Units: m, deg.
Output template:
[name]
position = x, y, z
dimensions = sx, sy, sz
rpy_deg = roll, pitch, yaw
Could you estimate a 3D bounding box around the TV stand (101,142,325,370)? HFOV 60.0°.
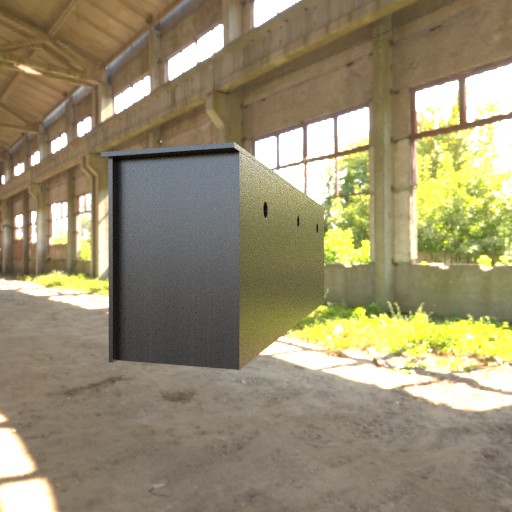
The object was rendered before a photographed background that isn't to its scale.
[TV stand]
position = 0.000, 0.000, 2.074
dimensions = 0.406, 0.610, 1.778
rpy_deg = 0, 0, 16
